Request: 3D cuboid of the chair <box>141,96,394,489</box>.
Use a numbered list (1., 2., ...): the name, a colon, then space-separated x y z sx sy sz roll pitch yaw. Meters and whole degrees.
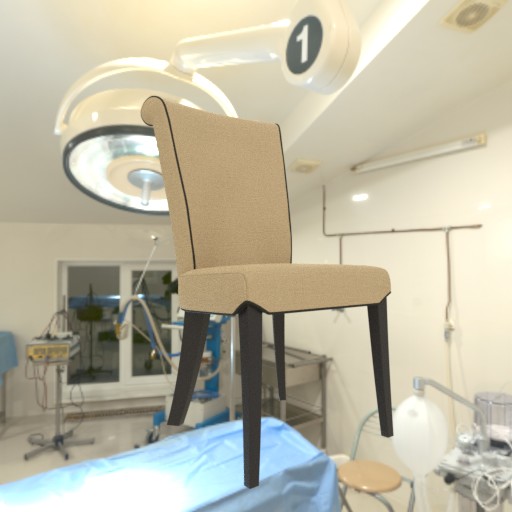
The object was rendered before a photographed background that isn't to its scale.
1. chair: 0.000 0.000 1.333 0.522 0.997 0.623 0 -1 -36
